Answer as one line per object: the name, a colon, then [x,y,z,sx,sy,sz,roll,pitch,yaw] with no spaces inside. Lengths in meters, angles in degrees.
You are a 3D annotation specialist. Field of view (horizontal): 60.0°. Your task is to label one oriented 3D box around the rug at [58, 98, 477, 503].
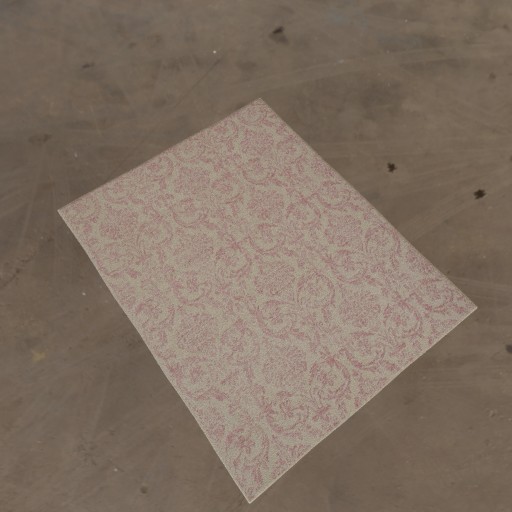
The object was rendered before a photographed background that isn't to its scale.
rug: [0.000,0.000,3.892,2.363,0.012,2.980,-34,68,-16]
